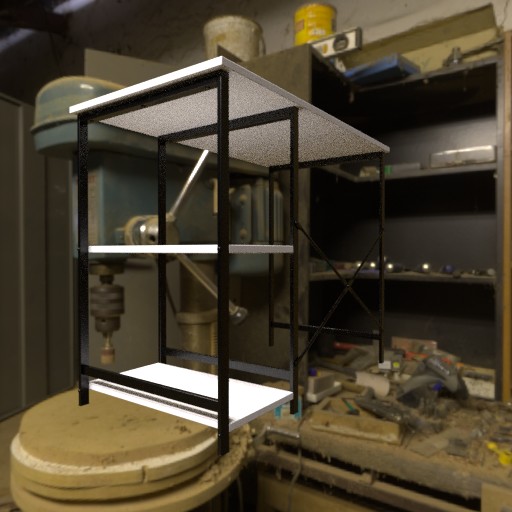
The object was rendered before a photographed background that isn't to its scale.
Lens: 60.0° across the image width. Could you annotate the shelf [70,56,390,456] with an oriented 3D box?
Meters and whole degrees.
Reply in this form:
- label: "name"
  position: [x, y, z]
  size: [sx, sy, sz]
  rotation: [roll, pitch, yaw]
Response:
- label: "shelf"
  position: [0.000, 0.000, 1.331]
  size: [0.498, 0.750, 0.902]
  rotation: [1, 1, 36]
